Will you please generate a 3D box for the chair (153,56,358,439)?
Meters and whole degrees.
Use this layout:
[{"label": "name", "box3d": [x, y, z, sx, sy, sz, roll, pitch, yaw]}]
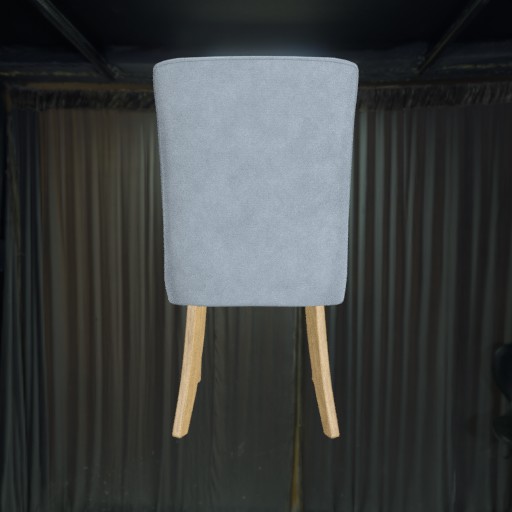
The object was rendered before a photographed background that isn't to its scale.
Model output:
[{"label": "chair", "box3d": [0.000, 0.000, 1.270, 0.495, 0.902, 0.610, 0, 1, 0]}]
